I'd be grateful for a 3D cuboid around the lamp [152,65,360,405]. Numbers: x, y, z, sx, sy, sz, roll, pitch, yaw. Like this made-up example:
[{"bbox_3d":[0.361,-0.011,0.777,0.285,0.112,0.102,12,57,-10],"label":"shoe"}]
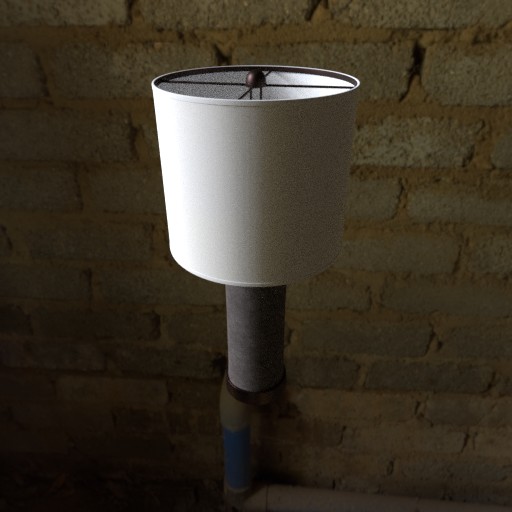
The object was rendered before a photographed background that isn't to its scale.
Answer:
[{"bbox_3d":[0.000,0.000,0.805,0.301,0.630,0.301,-19,35,-29],"label":"lamp"}]
